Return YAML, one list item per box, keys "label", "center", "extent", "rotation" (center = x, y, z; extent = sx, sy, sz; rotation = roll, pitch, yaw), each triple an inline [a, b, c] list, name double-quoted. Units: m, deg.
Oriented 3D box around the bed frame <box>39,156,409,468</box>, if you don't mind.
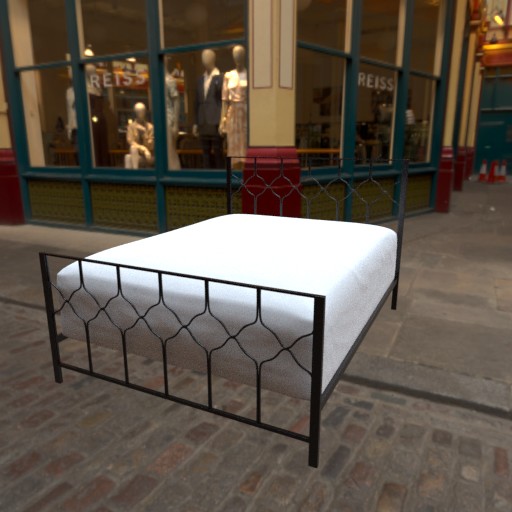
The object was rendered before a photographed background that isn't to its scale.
- label: "bed frame"
  center: [0.000, 0.000, 2.987]
  extent: [1.597, 1.222, 2.063]
  rotation: [7, 16, 25]
